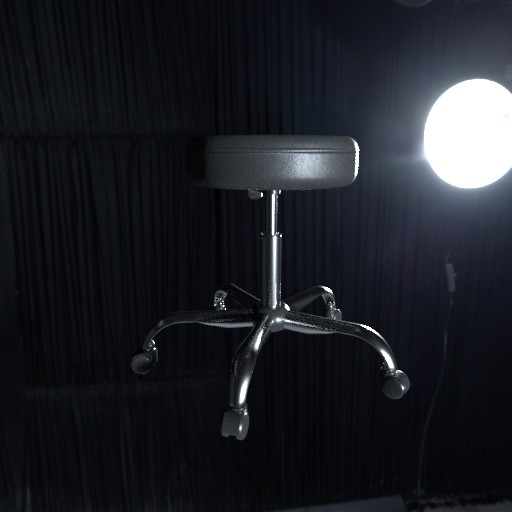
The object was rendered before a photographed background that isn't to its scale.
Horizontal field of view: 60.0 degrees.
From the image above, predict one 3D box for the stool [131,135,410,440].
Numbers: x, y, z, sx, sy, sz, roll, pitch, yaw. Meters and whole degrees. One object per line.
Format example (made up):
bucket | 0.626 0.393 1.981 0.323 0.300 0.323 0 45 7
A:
stool | 0.000 0.000 1.110 0.638 0.576 0.673 -2 14 -9
